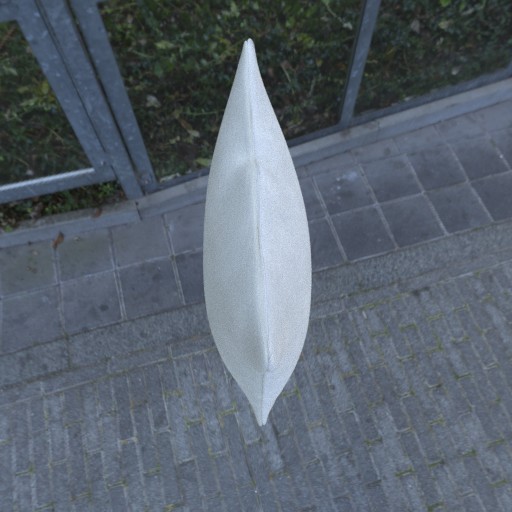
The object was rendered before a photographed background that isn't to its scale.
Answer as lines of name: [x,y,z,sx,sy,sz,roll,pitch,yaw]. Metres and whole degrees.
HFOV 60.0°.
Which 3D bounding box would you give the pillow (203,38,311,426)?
pillow: [0.000,0.000,0.668,0.162,0.420,0.437,-3,62,-1]
